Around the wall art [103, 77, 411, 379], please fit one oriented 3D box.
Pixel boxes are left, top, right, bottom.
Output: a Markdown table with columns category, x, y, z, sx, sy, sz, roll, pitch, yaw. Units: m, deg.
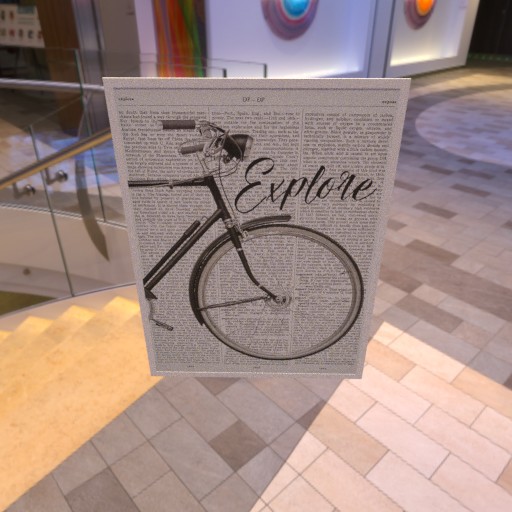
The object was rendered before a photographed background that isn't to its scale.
| category | x | y | z | sx | sy | sz | roll | pitch | yaw |
| --- | --- | --- | --- | --- | --- | --- | --- | --- | --- |
| wall art | 0.000 | 0.000 | 0.810 | 0.457 | 0.610 | 0.003 | 1 | 30 | 1 |
